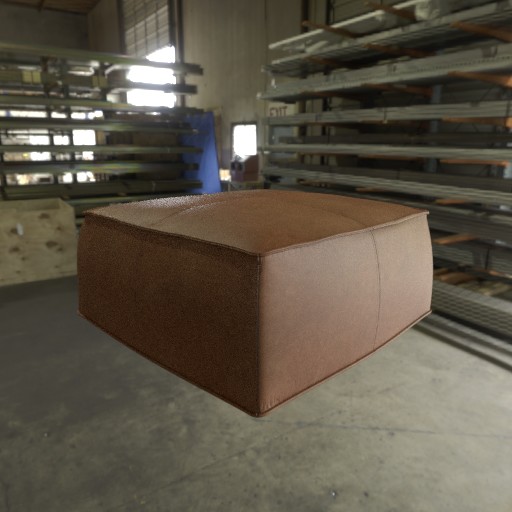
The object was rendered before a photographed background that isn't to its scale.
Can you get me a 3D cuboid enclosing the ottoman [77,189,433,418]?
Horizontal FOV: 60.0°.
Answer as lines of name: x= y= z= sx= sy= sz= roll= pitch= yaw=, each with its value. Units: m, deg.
ottoman: x=0.000 y=0.000 z=1.454 sx=0.901 sy=0.395 sz=0.902 roll=14 pitch=20 yaw=43
